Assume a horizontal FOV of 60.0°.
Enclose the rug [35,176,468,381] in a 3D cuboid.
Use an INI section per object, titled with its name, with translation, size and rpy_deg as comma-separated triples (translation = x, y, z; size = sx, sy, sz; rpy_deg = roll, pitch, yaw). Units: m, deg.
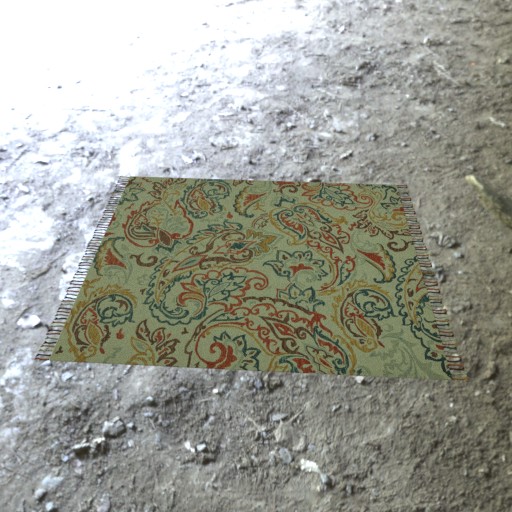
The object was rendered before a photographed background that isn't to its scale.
[rug]
translation = 0.000, 0.000, 4.198
size = 3.274, 0.015, 2.439
rpy_deg = 2, 45, 2
